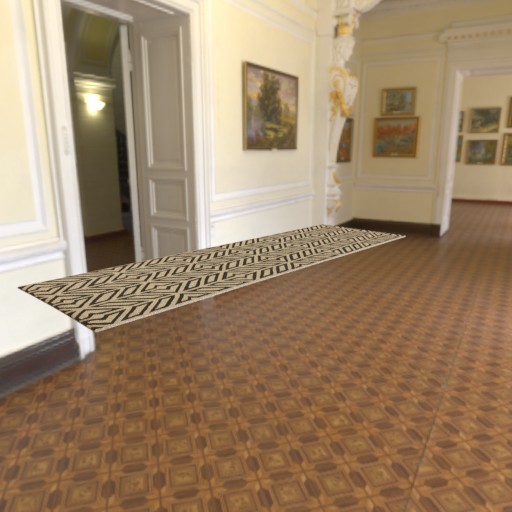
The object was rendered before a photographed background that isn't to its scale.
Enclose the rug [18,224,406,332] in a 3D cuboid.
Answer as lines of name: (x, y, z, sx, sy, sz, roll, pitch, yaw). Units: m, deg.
rug: (0.000, 0.000, 2.667, 0.750, 0.009, 2.435, 12, 18, 42)
